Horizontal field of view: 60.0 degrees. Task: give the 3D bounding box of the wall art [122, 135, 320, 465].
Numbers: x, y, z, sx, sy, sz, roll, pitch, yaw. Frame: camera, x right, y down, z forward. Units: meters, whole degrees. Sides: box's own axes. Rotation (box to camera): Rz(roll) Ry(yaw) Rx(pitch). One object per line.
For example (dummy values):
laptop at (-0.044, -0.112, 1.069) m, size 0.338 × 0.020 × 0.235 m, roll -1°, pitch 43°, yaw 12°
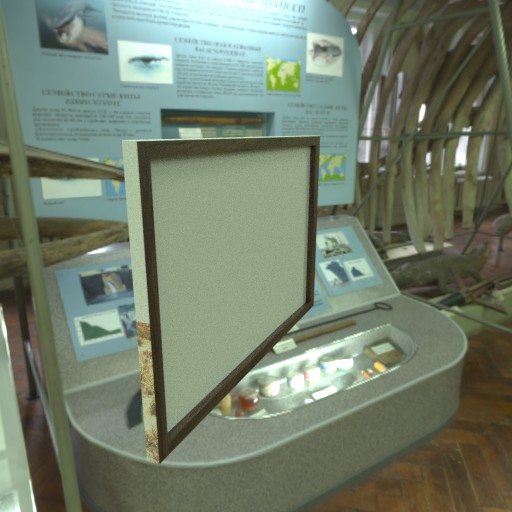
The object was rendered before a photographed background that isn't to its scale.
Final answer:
wall art at (0.000, 0.000, 1.962) m, size 0.051 × 1.016 × 1.520 m, roll 8°, pitch 17°, yaw 25°
